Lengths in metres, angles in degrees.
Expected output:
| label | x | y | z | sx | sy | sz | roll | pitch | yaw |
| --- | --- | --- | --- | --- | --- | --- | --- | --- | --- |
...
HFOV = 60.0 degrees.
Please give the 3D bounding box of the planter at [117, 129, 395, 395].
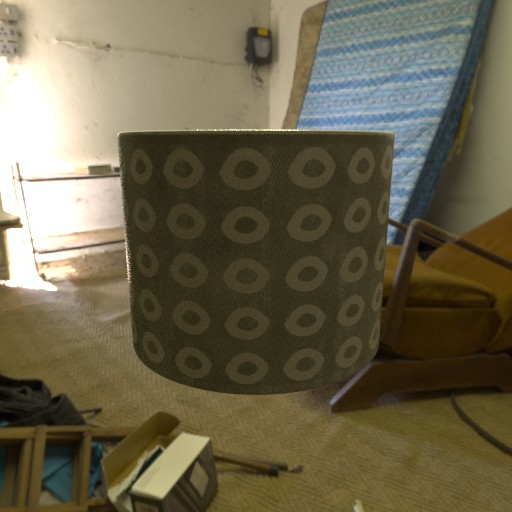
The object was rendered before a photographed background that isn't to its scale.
| label | x | y | z | sx | sy | sz | roll | pitch | yaw |
| --- | --- | --- | --- | --- | --- | --- | --- | --- | --- |
| planter | 0.000 | 0.000 | 0.339 | 0.190 | 0.181 | 0.190 | 0 | 14 | 0 |
